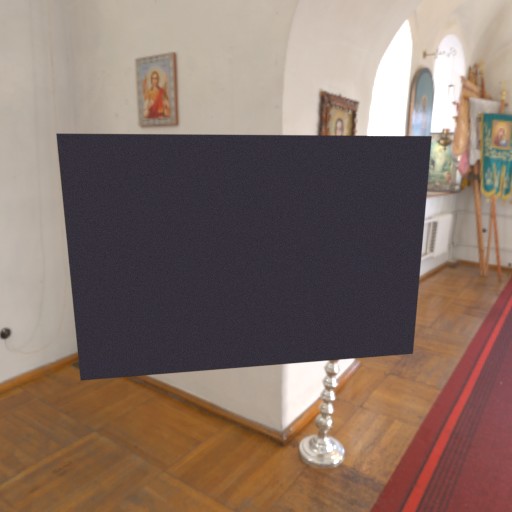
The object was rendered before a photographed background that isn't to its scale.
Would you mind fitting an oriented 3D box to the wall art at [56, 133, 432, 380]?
[{"bbox_3d":[0.000,0.000,1.147,0.908,0.604,0.037,-2,13,-9],"label":"wall art"}]
